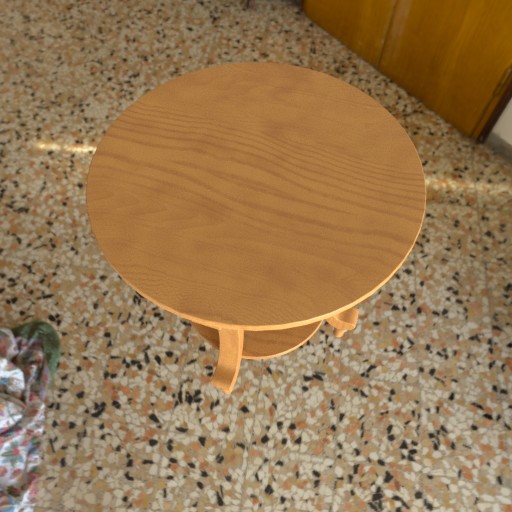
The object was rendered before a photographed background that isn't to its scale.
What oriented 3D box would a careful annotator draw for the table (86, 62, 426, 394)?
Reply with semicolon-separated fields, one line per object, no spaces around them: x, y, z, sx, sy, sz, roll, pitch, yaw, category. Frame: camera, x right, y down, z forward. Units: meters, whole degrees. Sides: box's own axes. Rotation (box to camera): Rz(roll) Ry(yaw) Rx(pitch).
0.000;0.000;1.053;0.597;0.612;0.597;0;60;0;table
